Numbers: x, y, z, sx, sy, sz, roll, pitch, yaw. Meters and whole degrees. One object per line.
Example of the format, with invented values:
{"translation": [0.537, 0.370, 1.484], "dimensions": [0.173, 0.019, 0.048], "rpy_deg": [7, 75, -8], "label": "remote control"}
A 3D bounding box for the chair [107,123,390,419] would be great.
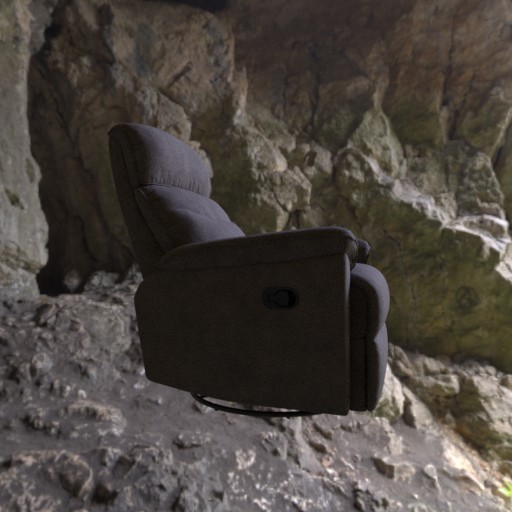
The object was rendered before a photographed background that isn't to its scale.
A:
{"translation": [0.000, 0.000, 1.751], "dimensions": [1.009, 1.036, 0.830], "rpy_deg": [0, -1, 18], "label": "chair"}
